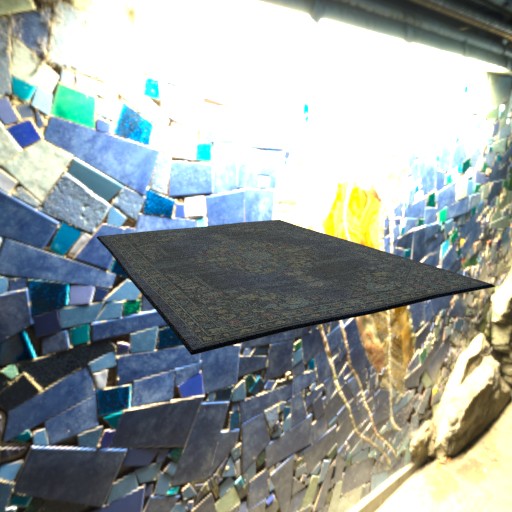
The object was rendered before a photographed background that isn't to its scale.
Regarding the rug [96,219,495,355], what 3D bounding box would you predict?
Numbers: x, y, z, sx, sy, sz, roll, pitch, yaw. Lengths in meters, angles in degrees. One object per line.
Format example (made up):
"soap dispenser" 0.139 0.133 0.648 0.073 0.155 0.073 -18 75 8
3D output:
"rug" 0.000 0.000 4.708 2.716 0.035 3.612 -7 16 -26
